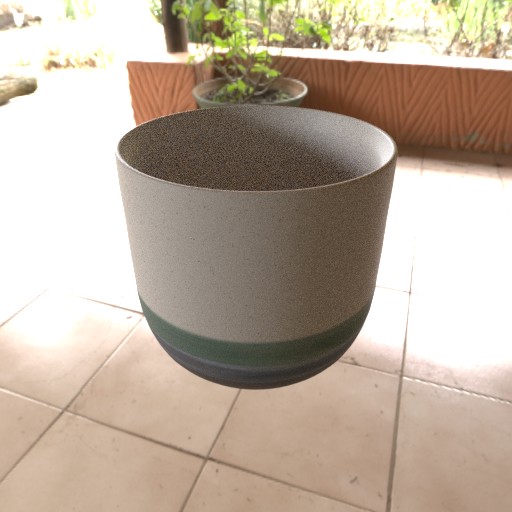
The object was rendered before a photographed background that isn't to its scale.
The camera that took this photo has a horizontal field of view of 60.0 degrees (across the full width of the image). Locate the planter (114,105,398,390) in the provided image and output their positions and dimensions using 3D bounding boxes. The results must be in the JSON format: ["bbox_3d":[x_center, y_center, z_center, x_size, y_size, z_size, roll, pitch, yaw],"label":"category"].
[{"bbox_3d":[0.000,0.000,0.500,0.268,0.270,0.268,0,32,0],"label":"planter"}]
